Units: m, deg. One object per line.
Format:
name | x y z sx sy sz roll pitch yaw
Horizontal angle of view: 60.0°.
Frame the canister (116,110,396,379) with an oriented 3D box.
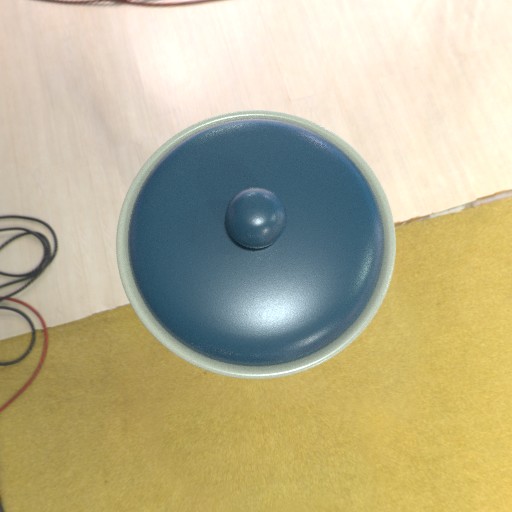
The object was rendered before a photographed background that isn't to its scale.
canister | 0.000 0.000 0.344 0.181 0.211 0.181 0 76 0
